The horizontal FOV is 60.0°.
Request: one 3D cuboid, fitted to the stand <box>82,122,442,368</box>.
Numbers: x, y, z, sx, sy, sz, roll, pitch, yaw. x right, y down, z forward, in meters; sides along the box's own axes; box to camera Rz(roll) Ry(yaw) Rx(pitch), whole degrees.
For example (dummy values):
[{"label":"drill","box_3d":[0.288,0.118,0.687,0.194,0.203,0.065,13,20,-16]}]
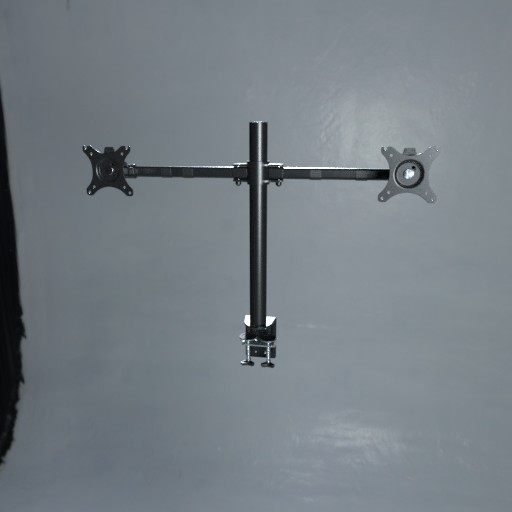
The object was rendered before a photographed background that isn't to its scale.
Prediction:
[{"label":"stand","box_3d":[0.000,0.000,1.039,0.743,0.603,0.150,3,15,10]}]
